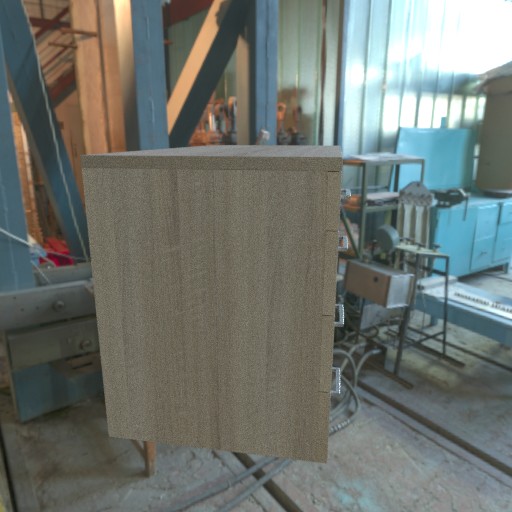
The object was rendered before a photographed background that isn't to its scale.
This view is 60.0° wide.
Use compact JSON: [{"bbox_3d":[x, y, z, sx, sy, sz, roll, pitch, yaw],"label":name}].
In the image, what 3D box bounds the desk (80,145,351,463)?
[{"bbox_3d":[0.000,0.000,1.556,0.600,0.731,1.100,3,15,10],"label":"desk"}]
